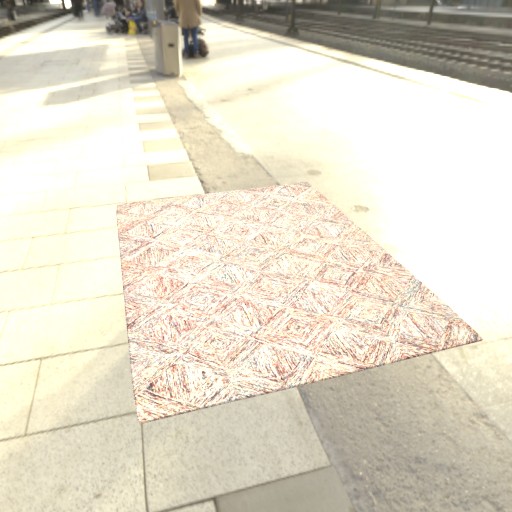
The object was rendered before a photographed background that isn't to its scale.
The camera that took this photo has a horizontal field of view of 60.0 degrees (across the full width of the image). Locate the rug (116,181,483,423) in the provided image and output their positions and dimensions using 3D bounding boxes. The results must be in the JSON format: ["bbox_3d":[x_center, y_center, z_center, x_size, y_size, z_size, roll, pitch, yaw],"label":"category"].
[{"bbox_3d":[0.000,0.000,4.159,2.436,0.024,3.226,-9,32,-15],"label":"rug"}]
